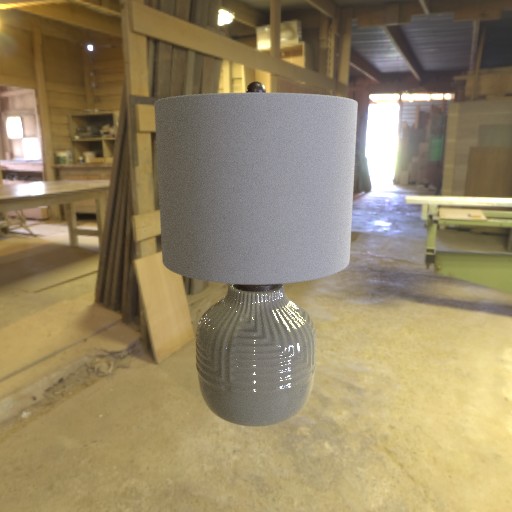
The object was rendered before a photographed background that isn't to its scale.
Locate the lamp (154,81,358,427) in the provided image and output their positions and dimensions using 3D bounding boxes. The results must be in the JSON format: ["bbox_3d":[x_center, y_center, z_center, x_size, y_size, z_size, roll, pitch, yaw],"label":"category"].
[{"bbox_3d":[0.000,0.000,0.768,0.318,0.567,0.318,0,14,0],"label":"lamp"}]
